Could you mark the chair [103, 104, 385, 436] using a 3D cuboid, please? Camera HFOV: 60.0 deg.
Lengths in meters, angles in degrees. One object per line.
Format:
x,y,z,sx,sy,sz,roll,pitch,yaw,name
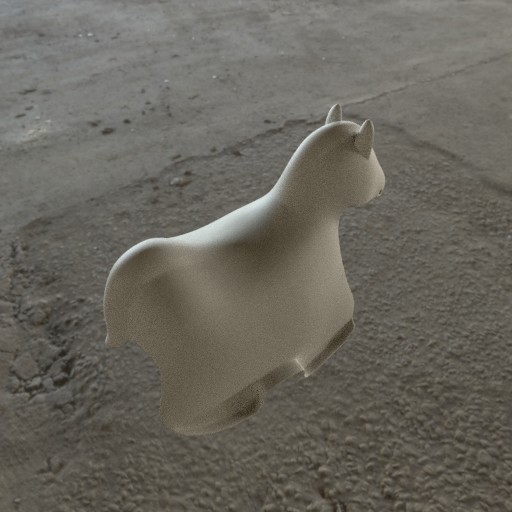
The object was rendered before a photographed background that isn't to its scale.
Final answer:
0.000,0.000,1.101,0.800,0.612,0.429,-25,47,-25,chair
